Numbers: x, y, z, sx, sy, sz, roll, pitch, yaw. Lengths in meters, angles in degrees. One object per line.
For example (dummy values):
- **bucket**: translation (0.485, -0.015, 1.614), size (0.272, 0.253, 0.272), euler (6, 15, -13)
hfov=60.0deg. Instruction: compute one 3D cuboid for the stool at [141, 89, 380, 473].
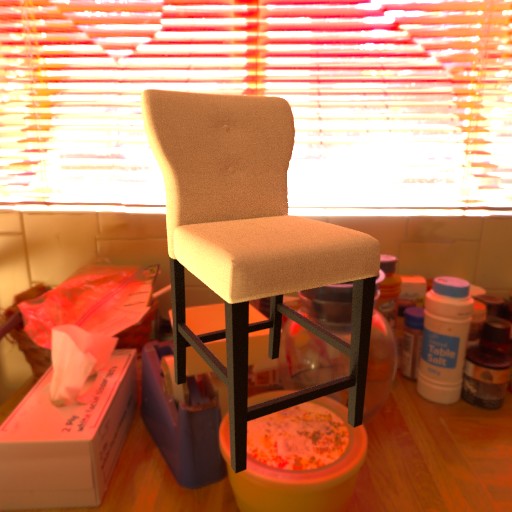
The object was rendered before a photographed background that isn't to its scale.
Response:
- **stool**: translation (0.000, 0.000, 1.338), size (0.514, 0.972, 0.603), euler (-8, 17, -27)
